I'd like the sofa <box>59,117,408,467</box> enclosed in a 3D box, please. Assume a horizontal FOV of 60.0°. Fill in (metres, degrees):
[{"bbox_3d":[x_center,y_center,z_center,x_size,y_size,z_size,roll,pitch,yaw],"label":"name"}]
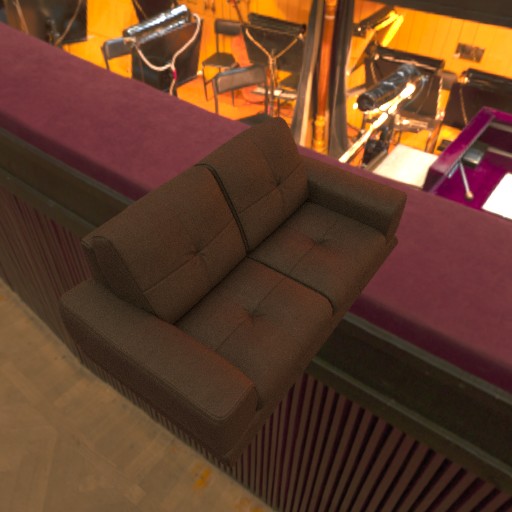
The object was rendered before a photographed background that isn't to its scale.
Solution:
[{"bbox_3d":[0.000,0.000,2.391,1.018,0.907,1.806,27,50,25],"label":"sofa"}]
